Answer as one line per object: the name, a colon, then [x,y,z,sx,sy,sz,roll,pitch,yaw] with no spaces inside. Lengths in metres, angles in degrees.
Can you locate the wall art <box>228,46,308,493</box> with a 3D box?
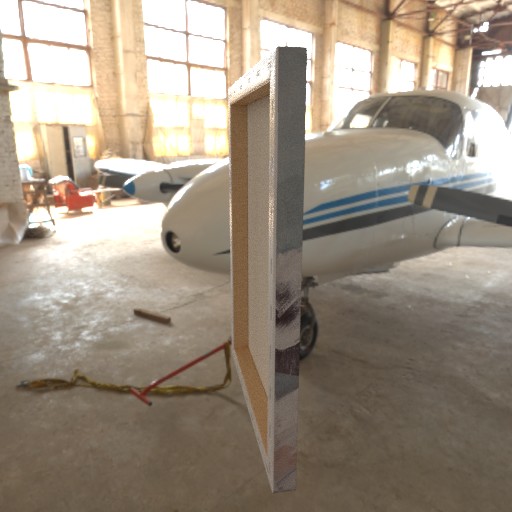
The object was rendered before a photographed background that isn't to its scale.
wall art: [0.000,0.000,0.798,0.037,0.613,0.455,-3,15,-10]
